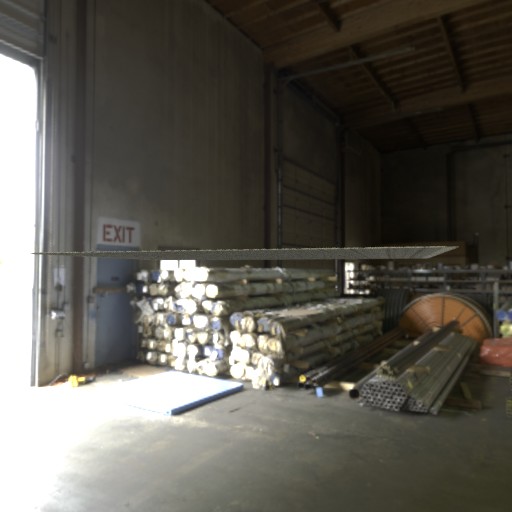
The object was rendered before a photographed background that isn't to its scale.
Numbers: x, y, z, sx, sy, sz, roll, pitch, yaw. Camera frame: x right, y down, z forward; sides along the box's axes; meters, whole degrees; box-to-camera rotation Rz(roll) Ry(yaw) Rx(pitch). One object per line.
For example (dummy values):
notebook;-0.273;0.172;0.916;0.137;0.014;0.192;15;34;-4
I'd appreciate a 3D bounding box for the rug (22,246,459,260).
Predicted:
rug;0.000;0.000;4.170;3.196;0.007;2.354;-1;-2;17
